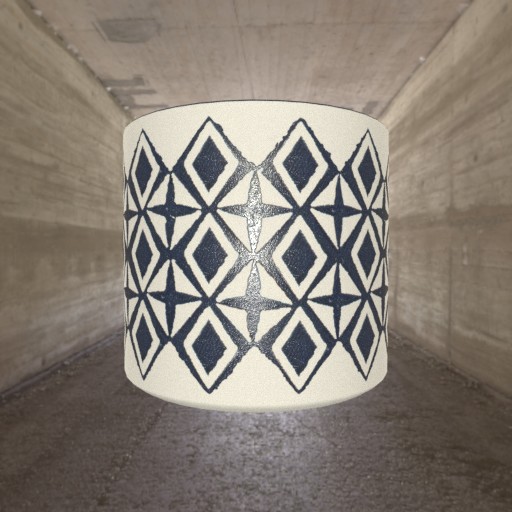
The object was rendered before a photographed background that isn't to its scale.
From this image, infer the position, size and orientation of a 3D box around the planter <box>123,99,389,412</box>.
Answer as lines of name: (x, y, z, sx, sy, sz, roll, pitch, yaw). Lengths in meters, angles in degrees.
planter: (0.000, 0.000, 0.277, 0.159, 0.144, 0.159, 0, 1, 0)
